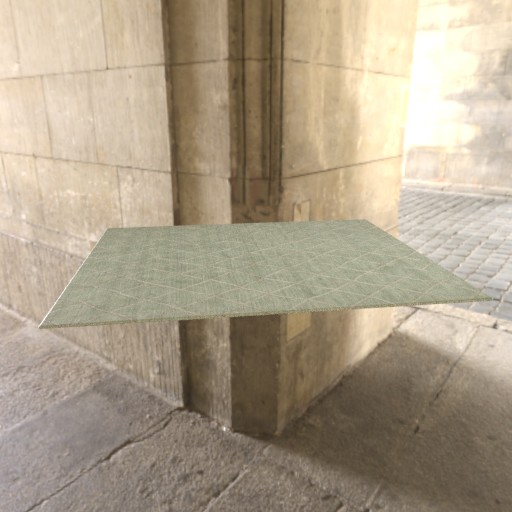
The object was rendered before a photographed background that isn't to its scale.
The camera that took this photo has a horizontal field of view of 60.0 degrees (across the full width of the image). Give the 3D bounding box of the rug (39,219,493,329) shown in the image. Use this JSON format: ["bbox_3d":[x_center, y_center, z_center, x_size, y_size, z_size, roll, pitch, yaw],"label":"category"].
[{"bbox_3d":[0.000,0.000,4.057,3.039,0.019,2.420,-3,18,-8],"label":"rug"}]
